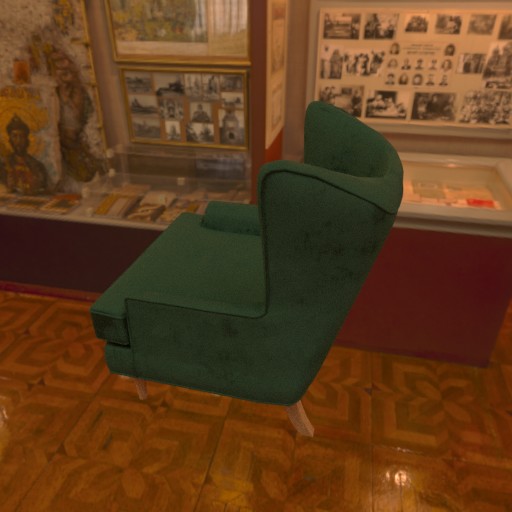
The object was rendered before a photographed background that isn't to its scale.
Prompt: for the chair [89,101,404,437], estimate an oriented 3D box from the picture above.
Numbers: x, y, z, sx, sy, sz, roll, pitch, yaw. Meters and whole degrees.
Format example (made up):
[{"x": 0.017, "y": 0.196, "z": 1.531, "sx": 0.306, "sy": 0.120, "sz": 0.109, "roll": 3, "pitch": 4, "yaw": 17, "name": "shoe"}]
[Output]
[{"x": 0.000, "y": 0.000, "z": 1.594, "sx": 0.910, "sy": 0.952, "sz": 0.793, "roll": 7, "pitch": 31, "yaw": 12, "name": "chair"}]
